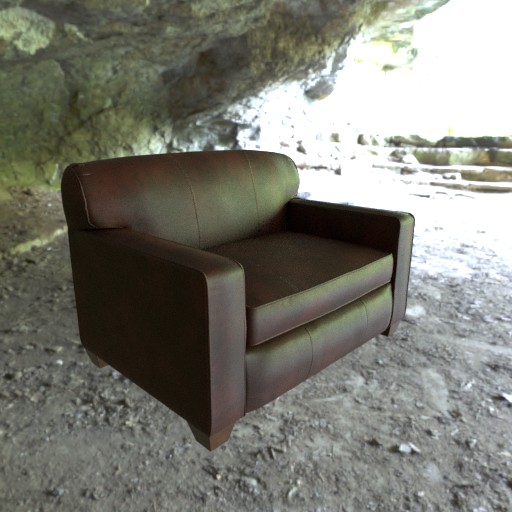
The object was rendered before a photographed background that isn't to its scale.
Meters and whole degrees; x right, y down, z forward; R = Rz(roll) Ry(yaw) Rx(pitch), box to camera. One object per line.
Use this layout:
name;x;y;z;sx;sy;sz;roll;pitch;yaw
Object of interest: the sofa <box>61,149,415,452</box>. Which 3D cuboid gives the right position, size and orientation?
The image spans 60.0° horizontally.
sofa;0.000;0.000;2.118;1.000;0.956;1.413;15;22;42
